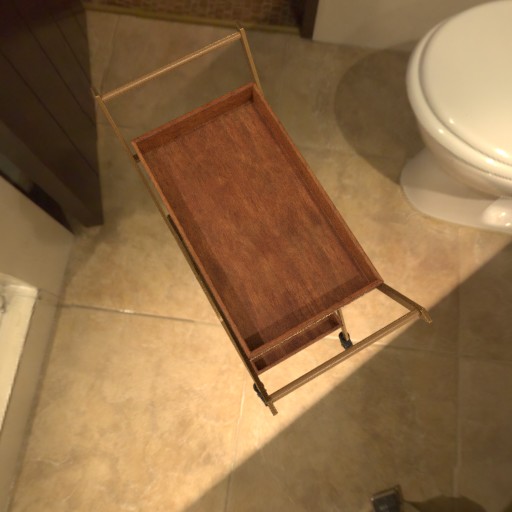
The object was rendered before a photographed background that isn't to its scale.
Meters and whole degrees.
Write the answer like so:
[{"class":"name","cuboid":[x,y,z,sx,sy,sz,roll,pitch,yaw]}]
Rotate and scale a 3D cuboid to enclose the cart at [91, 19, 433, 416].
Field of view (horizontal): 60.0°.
[{"class":"cart","cuboid":[0.000,0.000,1.336,0.405,0.869,0.836,-29,77,-7]}]
